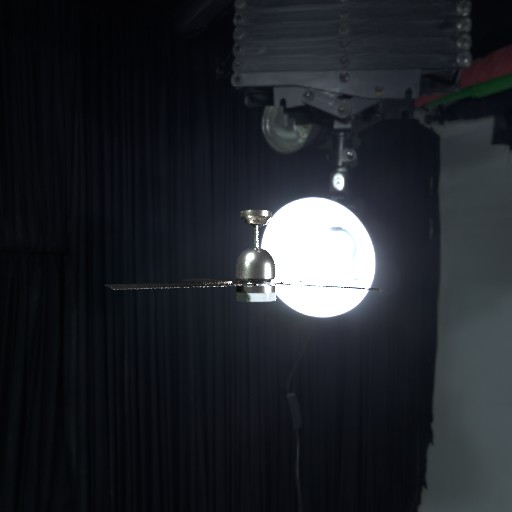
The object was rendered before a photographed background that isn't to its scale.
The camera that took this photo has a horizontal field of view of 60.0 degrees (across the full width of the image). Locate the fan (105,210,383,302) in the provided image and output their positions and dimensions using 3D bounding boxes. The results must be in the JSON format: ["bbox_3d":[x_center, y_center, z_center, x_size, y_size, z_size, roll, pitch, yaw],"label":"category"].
[{"bbox_3d":[0.000,0.000,2.038,1.346,0.406,1.346,1,-2,-37],"label":"fan"}]
